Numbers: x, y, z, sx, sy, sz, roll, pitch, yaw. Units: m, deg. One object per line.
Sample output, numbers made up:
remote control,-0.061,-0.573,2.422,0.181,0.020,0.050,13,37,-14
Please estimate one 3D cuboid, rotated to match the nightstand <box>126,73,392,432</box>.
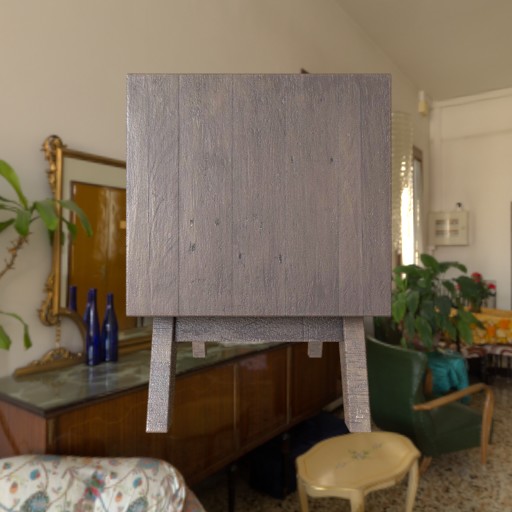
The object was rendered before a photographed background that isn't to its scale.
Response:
nightstand,0.000,0.000,1.054,0.450,0.599,0.650,0,0,0
